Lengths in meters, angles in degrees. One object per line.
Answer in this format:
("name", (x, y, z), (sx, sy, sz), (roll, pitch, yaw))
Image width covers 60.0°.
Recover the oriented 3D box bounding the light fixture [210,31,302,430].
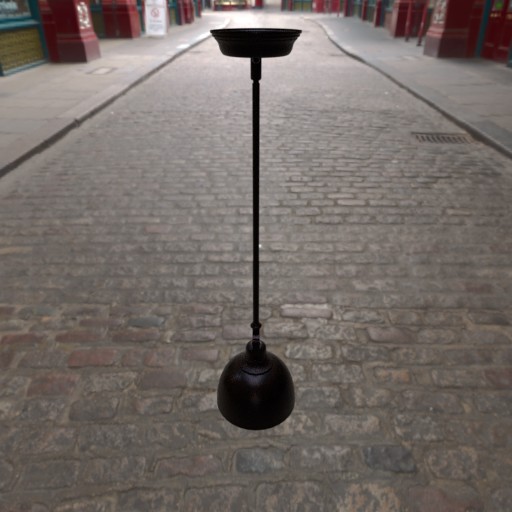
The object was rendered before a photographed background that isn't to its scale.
("light fixture", (0.000, 0.000, 0.845), (0.182, 0.768, 0.182), (0, 30, 0))
